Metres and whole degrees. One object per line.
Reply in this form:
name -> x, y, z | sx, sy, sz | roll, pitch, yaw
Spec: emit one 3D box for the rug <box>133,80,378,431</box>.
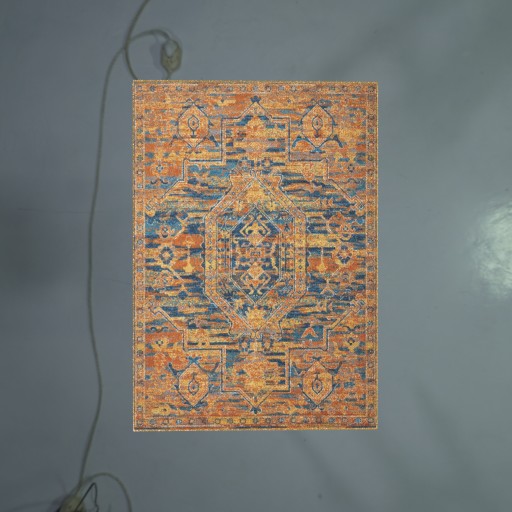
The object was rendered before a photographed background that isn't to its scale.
rug -> 0.000, 0.000, 3.699 | 2.043, 0.019, 2.916 | 0, 90, -1
